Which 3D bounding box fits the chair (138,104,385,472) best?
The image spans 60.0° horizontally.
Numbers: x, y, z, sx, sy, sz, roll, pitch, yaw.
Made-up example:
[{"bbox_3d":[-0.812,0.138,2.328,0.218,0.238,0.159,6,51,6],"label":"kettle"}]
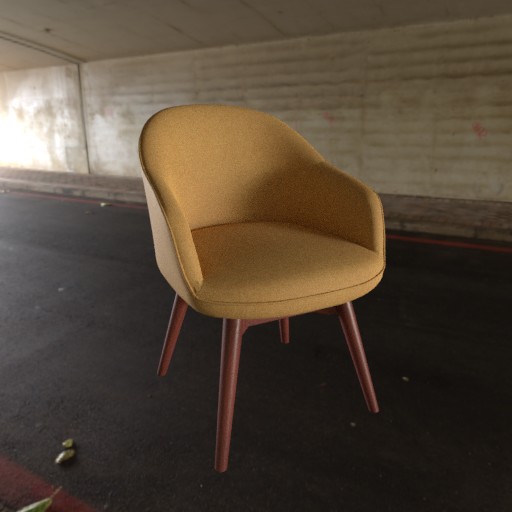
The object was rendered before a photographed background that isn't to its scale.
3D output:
[{"bbox_3d":[0.000,0.000,1.230,0.596,0.823,0.635,-8,18,-27],"label":"chair"}]
